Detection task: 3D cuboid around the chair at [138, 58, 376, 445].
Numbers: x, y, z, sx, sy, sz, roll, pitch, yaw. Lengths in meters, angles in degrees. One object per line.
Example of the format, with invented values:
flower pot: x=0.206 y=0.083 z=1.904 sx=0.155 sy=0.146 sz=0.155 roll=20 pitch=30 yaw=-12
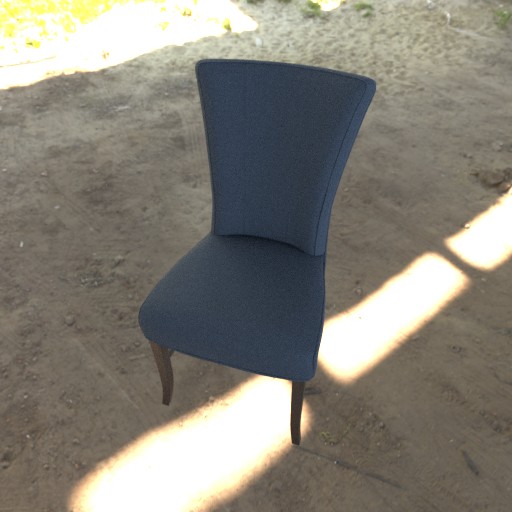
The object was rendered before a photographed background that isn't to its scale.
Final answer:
chair: x=0.000 y=0.000 z=1.378 sx=0.520 sy=0.991 sz=0.660 roll=12 pitch=43 yaw=13
